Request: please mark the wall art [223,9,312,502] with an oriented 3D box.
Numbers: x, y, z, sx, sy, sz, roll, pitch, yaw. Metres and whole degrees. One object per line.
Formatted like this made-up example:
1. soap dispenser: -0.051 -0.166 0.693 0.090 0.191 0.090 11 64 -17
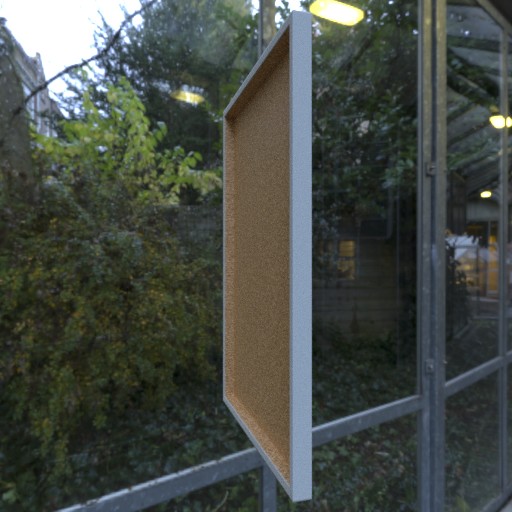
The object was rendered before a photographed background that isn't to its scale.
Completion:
1. wall art: 0.000 0.000 1.120 0.038 0.914 0.610 0 0 -16
